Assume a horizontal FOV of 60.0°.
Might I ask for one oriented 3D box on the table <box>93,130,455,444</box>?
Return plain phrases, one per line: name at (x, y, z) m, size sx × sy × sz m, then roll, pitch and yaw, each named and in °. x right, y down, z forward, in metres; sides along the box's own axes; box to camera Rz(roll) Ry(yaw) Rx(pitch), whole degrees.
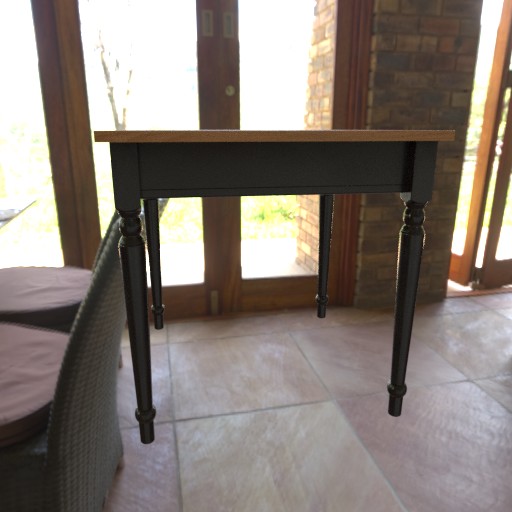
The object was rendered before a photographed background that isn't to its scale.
table at (0.000, 0.000, 1.350) m, size 0.747 × 0.738 × 0.747 m, roll -3°, pitch 16°, yaw -9°
